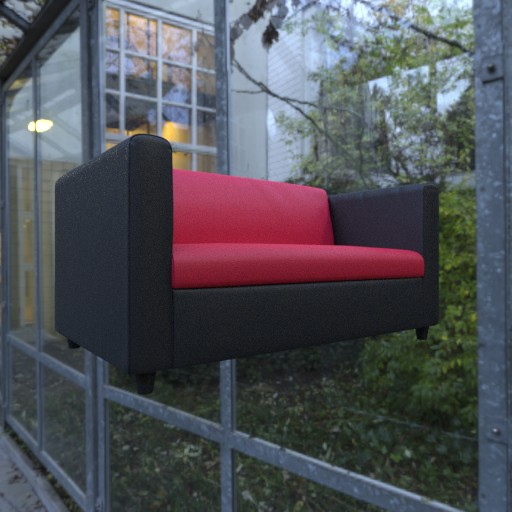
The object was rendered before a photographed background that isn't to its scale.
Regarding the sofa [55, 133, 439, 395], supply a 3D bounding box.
[{"bbox_3d":[0.000,0.000,1.867,1.410,0.735,0.845,0,0,-36],"label":"sofa"}]
